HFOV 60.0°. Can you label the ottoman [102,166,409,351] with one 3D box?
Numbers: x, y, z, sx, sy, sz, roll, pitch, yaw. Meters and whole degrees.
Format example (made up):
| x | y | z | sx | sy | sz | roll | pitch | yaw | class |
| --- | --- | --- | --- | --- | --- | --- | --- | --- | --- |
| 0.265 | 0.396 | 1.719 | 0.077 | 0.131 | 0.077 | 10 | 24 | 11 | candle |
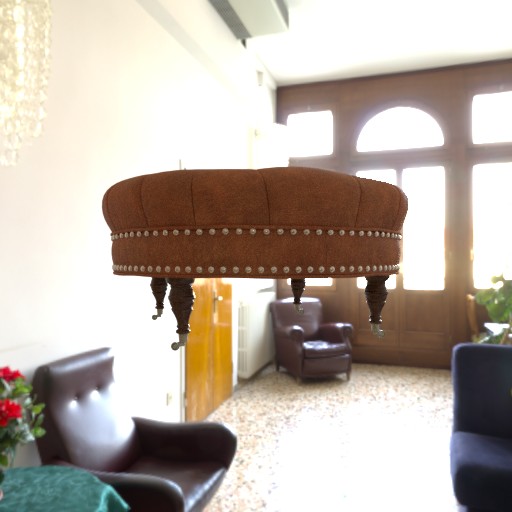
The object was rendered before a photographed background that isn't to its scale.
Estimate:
| x | y | z | sx | sy | sz | roll | pitch | yaw | class |
| --- | --- | --- | --- | --- | --- | --- | --- | --- | --- |
| 0.000 | 0.000 | 1.371 | 0.901 | 0.444 | 0.901 | 0 | 0 | 0 | ottoman |
